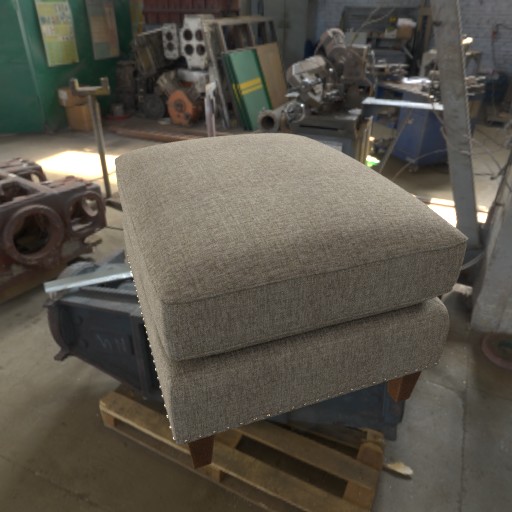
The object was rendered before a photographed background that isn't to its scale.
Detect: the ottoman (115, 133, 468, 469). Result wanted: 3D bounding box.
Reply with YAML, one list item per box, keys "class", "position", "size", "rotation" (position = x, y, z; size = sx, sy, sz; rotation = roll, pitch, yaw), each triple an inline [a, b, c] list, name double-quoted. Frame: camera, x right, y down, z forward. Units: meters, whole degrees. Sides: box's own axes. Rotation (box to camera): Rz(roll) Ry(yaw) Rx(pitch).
- class: "ottoman"
  position: [0.000, 0.000, 1.101]
  size: [0.584, 0.513, 0.741]
  rotation: [-11, 32, -18]
